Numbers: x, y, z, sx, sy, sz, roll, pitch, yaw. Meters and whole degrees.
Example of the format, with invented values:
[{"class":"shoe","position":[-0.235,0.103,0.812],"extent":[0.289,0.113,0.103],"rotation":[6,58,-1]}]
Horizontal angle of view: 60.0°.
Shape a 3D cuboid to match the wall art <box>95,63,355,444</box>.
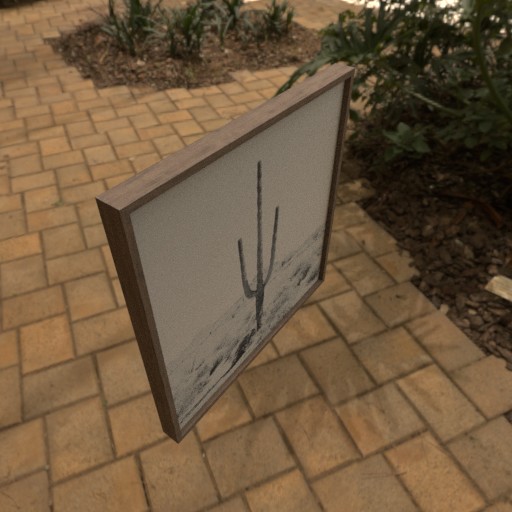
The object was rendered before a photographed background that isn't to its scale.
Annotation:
[{"class":"wall art","position":[0.000,0.000,0.773],"extent":[0.038,0.508,0.508],"rotation":[27,48,27]}]
